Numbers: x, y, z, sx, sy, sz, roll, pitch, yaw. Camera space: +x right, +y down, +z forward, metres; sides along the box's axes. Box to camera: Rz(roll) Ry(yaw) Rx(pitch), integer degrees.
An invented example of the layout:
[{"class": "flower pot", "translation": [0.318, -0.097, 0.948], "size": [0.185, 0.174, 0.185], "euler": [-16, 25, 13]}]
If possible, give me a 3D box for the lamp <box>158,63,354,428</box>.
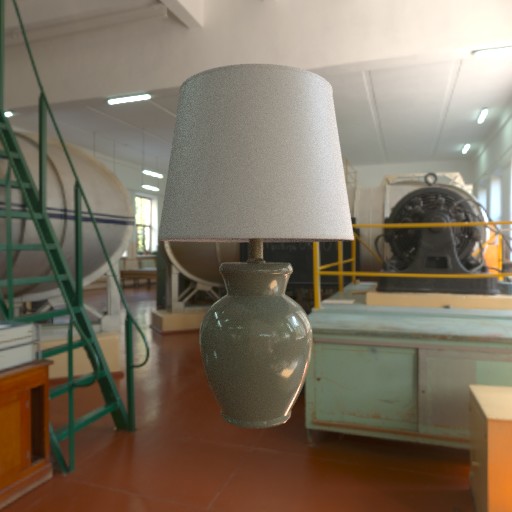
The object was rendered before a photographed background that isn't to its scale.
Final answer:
[{"class": "lamp", "translation": [0.000, 0.000, 0.553], "size": [0.239, 0.399, 0.239], "euler": [0, 1, 0]}]
